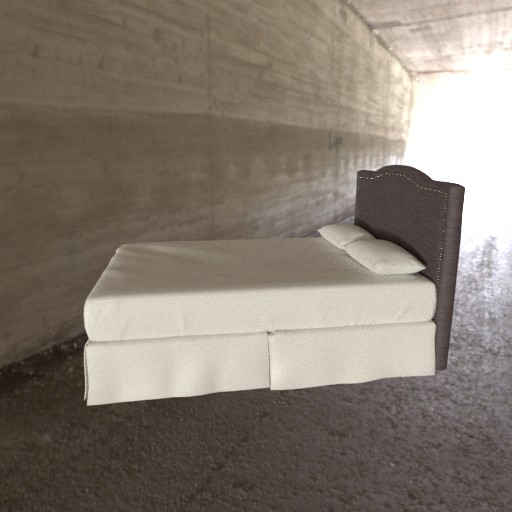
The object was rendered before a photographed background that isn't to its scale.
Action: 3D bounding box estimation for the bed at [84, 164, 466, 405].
[{"bbox_3d":[0.000,0.000,3.619,2.507,1.441,1.741,-2,14,-8],"label":"bed"}]
